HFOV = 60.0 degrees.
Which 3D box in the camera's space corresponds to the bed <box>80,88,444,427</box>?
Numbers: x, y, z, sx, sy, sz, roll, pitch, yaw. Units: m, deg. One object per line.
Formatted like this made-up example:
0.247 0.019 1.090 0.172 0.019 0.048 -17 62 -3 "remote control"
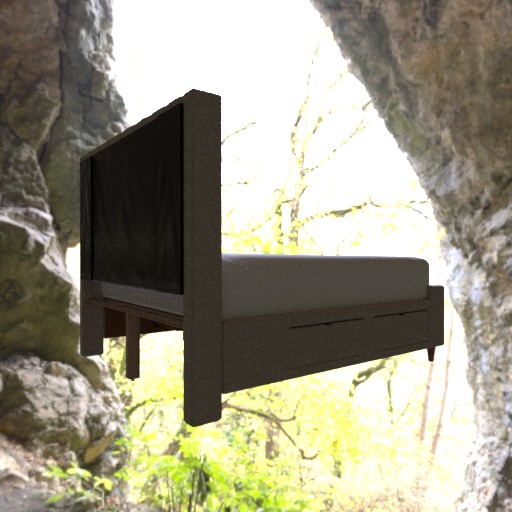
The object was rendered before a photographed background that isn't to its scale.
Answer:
0.000 0.000 3.764 2.372 1.748 2.044 0 0 -37 "bed"
